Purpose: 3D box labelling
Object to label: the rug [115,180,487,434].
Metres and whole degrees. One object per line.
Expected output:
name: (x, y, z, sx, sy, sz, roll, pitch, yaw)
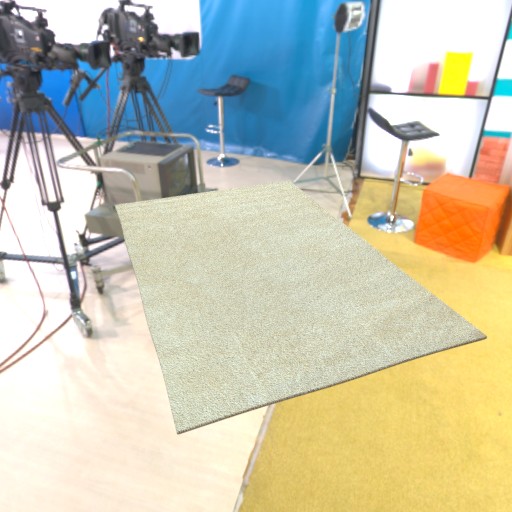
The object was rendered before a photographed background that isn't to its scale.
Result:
rug: (0.000, 0.000, 3.350, 1.800, 0.025, 2.699, -11, 32, -18)
